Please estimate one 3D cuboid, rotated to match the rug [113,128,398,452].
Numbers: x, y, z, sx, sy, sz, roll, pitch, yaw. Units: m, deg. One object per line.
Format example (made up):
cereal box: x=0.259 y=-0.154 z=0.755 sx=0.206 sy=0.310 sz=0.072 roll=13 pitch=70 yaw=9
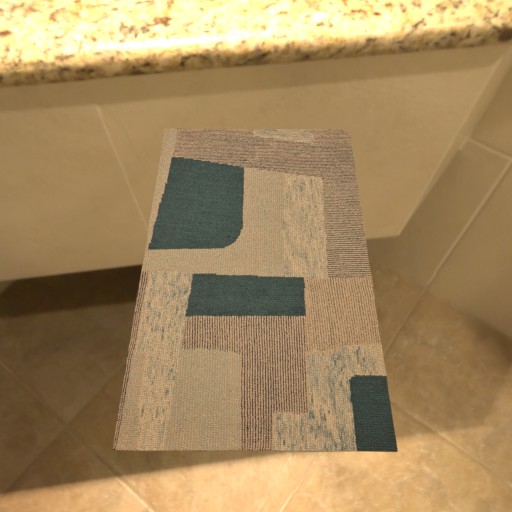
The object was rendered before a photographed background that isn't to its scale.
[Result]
rug: x=0.000 y=0.000 z=2.989 sx=1.521 sy=0.015 sz=2.436 roll=0 pitch=58 yaw=0
